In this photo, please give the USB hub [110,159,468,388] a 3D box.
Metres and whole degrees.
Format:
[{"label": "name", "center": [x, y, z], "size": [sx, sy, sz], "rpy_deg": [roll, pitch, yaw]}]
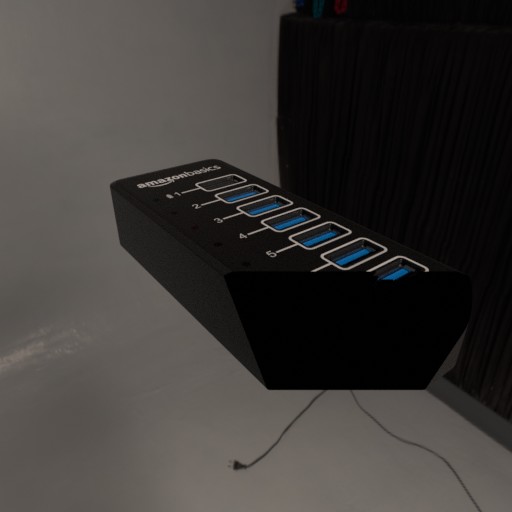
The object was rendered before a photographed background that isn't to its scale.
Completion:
[{"label": "USB hub", "center": [0.000, 0.000, 0.129], "size": [0.044, 0.023, 0.110], "rpy_deg": [-21, 37, -31]}]
